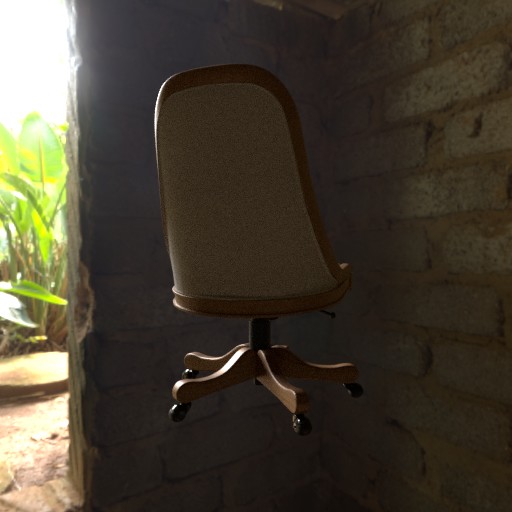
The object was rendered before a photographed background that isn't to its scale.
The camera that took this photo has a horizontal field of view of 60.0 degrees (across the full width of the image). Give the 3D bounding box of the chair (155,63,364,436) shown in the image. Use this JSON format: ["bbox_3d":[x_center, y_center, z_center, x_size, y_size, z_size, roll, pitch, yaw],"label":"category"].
[{"bbox_3d":[0.000,0.000,1.536,0.702,1.009,0.811,0,1,19],"label":"chair"}]
